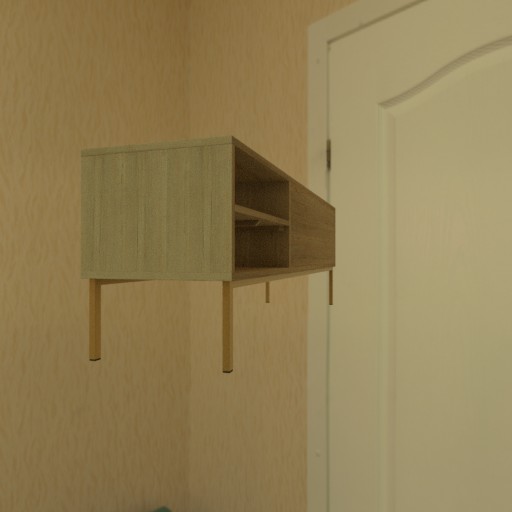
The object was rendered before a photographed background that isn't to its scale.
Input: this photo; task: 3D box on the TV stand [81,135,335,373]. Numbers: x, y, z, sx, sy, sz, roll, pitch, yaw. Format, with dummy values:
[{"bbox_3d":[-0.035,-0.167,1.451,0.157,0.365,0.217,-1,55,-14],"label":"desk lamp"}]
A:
[{"bbox_3d":[0.000,0.000,1.839,0.420,0.550,1.600,0,0,19],"label":"TV stand"}]
